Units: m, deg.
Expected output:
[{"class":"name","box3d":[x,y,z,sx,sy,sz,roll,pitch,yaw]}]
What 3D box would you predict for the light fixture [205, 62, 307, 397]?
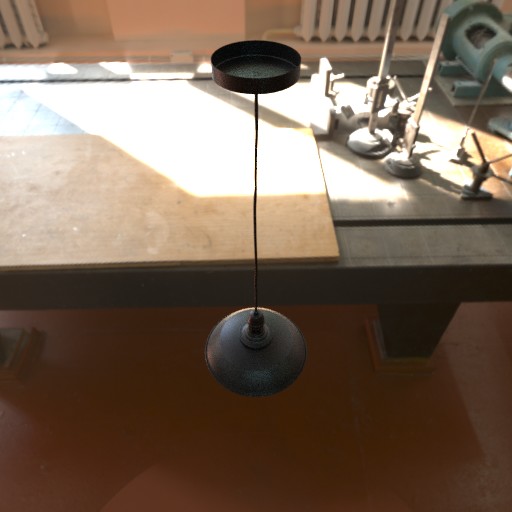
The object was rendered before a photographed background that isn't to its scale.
[{"class":"light fixture","box3d":[0.000,0.000,1.125,0.331,0.993,0.331,25,52,22]}]
